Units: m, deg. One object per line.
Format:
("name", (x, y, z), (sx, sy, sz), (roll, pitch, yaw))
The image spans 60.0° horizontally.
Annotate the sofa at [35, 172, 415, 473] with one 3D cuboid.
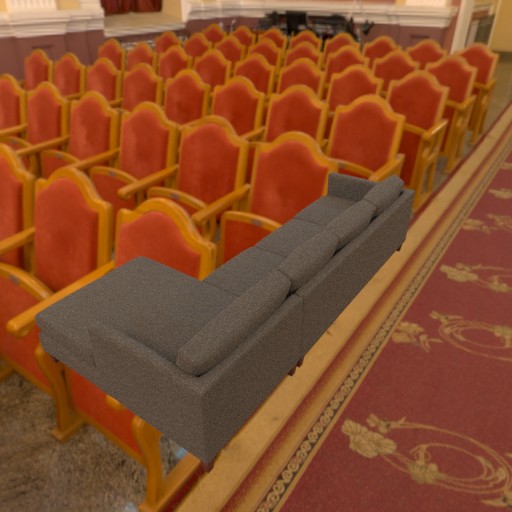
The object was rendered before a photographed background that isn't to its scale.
("sofa", (0.000, 0.000, 3.818), (1.625, 0.846, 3.186), (21, 37, 30))
